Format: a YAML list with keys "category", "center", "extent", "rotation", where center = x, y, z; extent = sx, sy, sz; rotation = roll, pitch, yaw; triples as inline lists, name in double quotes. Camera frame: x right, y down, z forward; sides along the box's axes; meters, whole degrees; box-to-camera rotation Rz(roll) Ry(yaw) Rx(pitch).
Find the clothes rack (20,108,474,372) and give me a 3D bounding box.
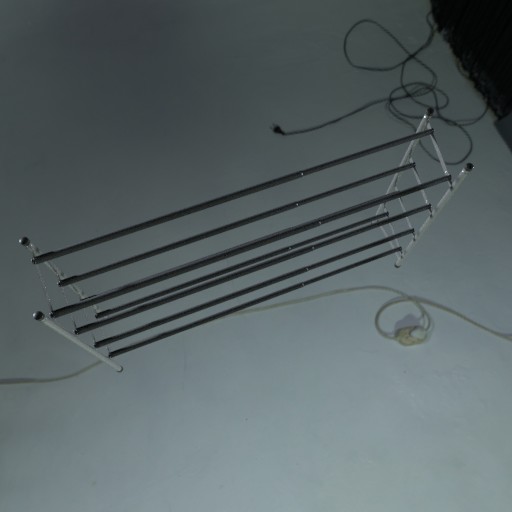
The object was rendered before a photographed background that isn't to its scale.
- category: "clothes rack"
  center: [0.000, 0.000, 1.440]
  extent: [1.168, 0.672, 0.229]
  rotation: [-19, 67, -9]
